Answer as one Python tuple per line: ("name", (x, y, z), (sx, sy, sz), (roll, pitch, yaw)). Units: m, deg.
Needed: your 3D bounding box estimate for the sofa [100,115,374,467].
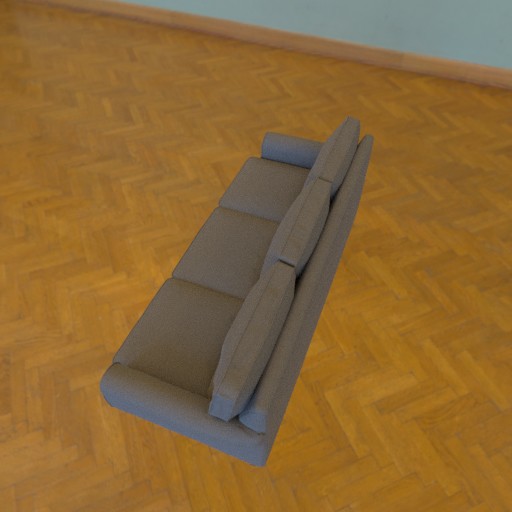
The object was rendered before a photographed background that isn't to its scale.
("sofa", (0.000, 0.000, 2.836), (0.966, 0.948, 2.353), (17, 51, 14))
